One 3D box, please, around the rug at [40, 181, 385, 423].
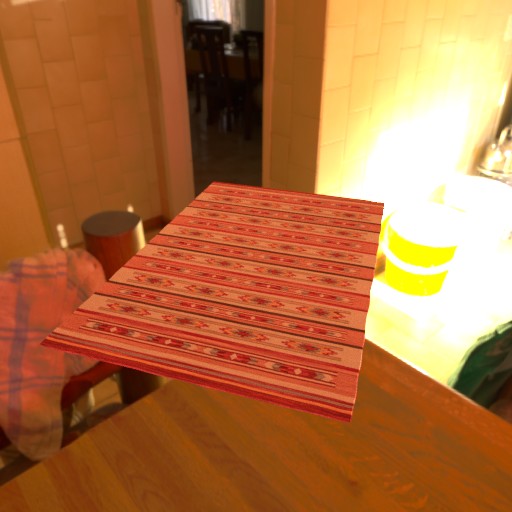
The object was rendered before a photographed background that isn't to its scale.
[{"bbox_3d":[0.000,0.000,2.333,1.223,0.008,1.817,9,32,15],"label":"rug"}]
